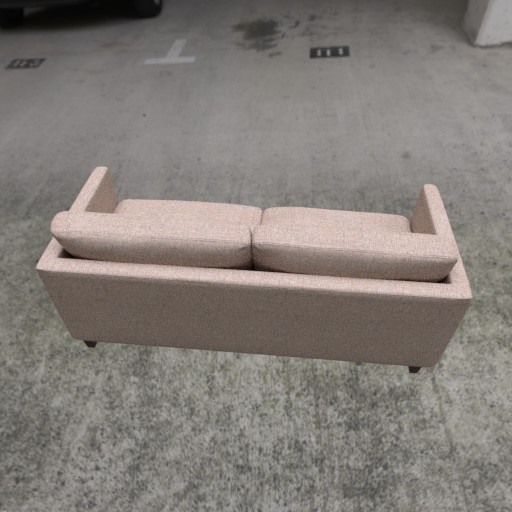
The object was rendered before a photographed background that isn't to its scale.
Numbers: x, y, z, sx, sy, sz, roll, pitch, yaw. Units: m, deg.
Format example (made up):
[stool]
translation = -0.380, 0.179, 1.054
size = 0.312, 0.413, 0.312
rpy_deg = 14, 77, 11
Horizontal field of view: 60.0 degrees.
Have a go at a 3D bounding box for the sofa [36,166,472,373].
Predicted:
[sofa]
translation = 0.000, 0.000, 2.702
size = 2.208, 0.965, 0.951
rpy_deg = 4, 46, 4
